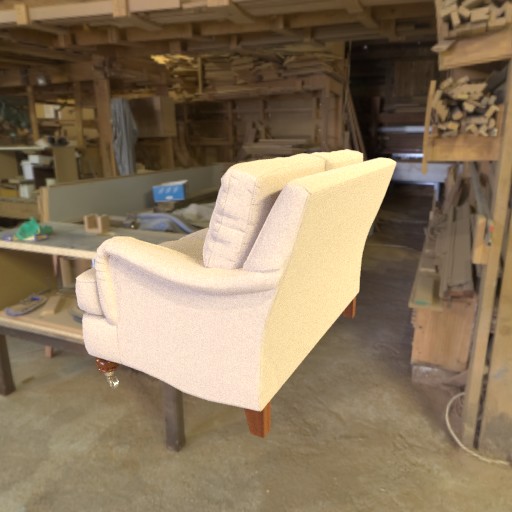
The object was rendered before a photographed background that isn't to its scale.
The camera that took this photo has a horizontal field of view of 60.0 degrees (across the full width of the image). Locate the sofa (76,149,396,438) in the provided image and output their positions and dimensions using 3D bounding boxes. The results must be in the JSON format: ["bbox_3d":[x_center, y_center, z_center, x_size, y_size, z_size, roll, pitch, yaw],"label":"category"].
[{"bbox_3d":[0.000,0.000,2.291,1.087,1.048,1.508,8,18,26],"label":"sofa"}]
